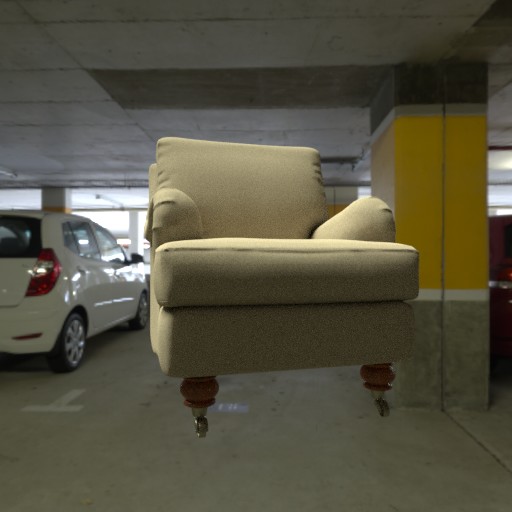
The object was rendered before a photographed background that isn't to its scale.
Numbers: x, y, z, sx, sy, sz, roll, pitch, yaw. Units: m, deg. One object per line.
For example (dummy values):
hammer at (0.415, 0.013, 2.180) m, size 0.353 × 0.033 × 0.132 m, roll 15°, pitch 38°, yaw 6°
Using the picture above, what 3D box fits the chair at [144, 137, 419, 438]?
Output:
chair at (0.000, 0.000, 1.853) m, size 0.895 × 1.076 × 1.078 m, roll 0°, pitch -1°, yaw -16°
